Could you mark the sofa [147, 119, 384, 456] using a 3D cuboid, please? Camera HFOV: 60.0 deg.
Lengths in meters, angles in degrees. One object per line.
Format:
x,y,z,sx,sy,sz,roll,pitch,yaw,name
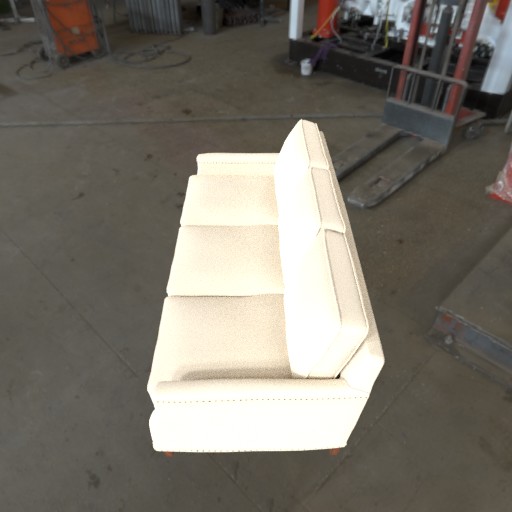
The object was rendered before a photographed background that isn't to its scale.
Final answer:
0.000,0.000,2.882,1.084,1.003,2.246,0,41,0,sofa
